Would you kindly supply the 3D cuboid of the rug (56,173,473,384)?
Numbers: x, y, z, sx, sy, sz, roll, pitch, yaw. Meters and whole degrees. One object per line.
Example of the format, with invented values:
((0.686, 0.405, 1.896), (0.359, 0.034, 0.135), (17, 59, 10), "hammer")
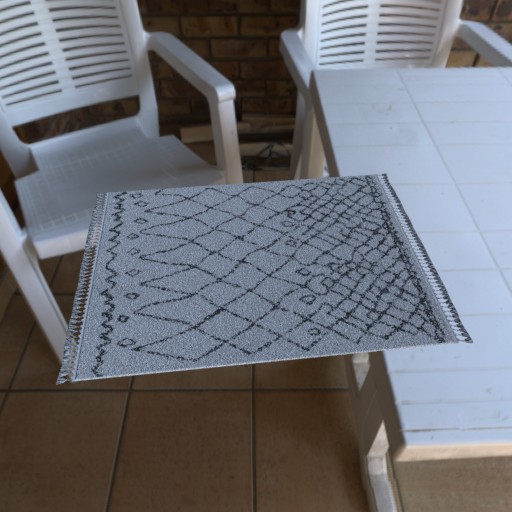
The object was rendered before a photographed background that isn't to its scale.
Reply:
((0.000, 0.000, 2.985), (2.312, 0.017, 1.613), (-5, 47, -4), "rug")
